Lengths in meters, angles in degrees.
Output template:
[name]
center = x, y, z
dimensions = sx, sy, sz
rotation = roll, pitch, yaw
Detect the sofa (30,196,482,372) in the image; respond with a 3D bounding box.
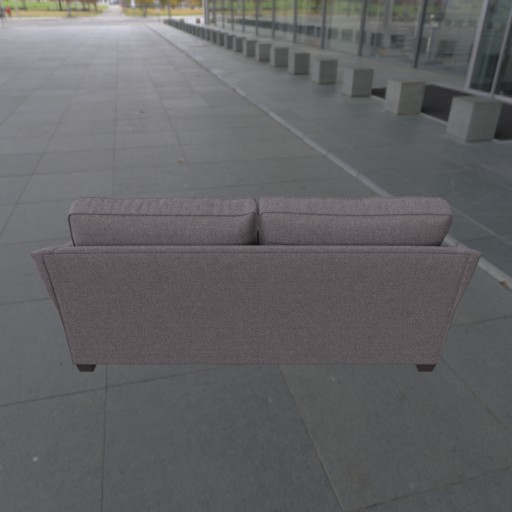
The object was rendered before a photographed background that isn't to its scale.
[sofa]
center = 0.000, 0.000, 2.711
dimensions = 2.203, 0.976, 1.013
rotation = 0, 29, 0
